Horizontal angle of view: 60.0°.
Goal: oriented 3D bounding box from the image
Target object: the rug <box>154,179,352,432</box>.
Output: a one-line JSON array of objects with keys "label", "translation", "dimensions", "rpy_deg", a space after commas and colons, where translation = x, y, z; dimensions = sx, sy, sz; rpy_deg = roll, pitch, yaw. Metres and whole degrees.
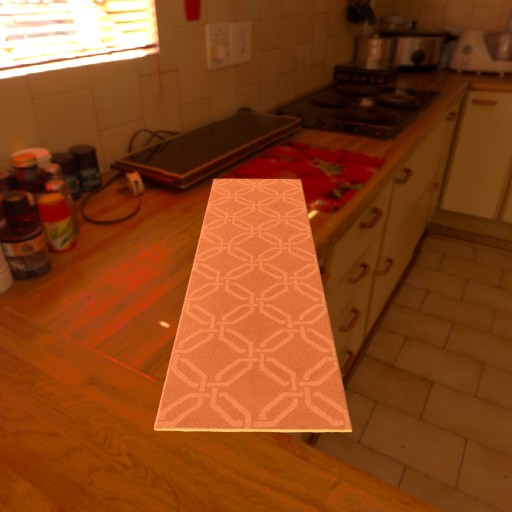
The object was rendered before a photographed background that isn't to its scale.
[{"label": "rug", "translation": [0.000, 0.000, 2.479], "dimensions": [0.678, 0.014, 2.276], "rpy_deg": [0, 31, 0]}]
